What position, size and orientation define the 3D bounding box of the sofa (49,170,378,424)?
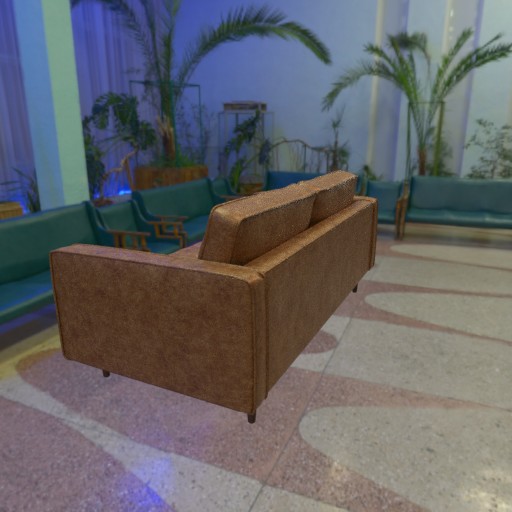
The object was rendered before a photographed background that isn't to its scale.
[{"bbox_3d":[0.000,0.000,2.416,0.924,0.825,1.920,8,18,25],"label":"sofa"}]
